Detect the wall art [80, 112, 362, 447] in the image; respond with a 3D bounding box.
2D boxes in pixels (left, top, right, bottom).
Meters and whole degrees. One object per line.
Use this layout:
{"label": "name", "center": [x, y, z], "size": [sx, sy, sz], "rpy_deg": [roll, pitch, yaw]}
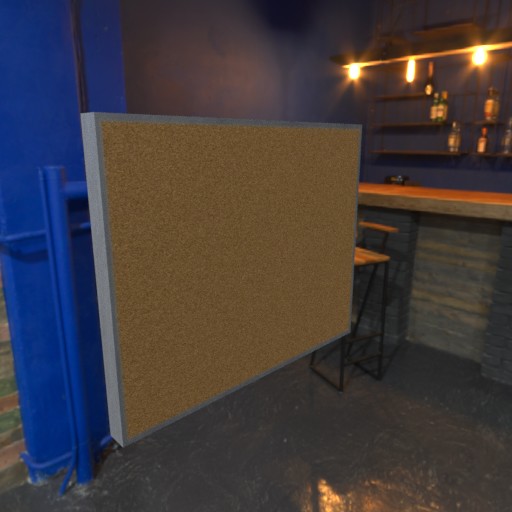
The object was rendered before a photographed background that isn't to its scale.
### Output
{"label": "wall art", "center": [0.000, 0.000, 0.769], "size": [0.557, 0.450, 0.037], "rpy_deg": [-14, 20, -42]}
